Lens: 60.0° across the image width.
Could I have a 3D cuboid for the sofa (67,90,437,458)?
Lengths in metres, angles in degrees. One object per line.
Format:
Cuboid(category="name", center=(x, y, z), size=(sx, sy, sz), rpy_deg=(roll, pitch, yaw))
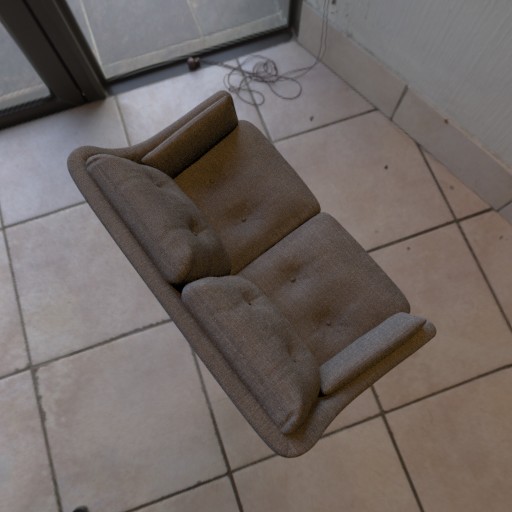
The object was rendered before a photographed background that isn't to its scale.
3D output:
Cuboid(category="sofa", center=(0.000, 0.000, 2.218), size=(0.976, 0.887, 1.646), rpy_deg=(-37, 78, -9))
